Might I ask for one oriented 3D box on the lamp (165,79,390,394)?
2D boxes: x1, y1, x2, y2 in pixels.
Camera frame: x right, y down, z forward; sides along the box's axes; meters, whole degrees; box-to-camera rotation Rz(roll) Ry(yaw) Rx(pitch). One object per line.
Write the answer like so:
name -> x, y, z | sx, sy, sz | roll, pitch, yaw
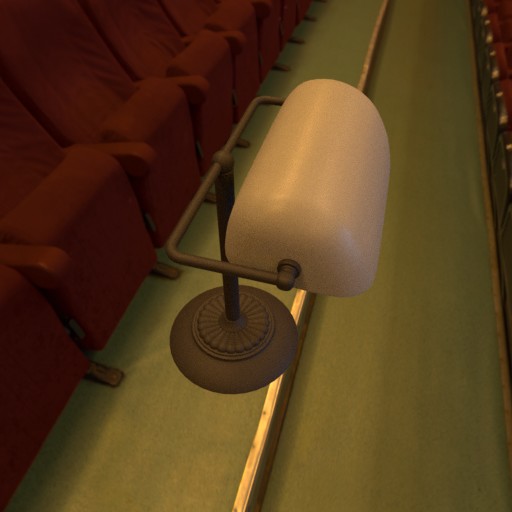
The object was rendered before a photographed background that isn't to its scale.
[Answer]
lamp -> 0.000, 0.000, 0.492 | 0.243, 0.339, 0.264 | 12, 48, 11
